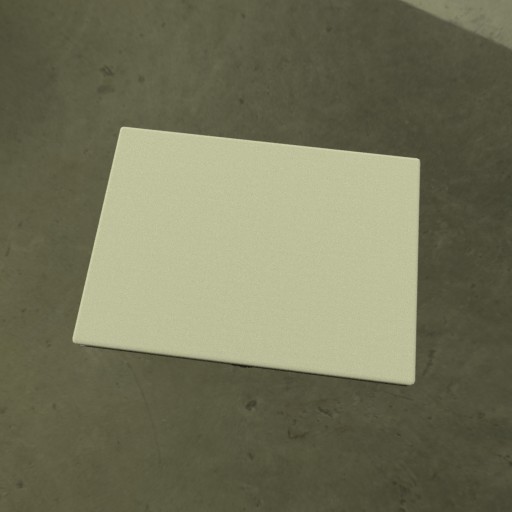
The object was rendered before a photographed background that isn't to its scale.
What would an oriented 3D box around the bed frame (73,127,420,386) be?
[{"bbox_3d":[0.000,0.000,3.888,2.842,0.680,2.205,14,75,4],"label":"bed frame"}]
